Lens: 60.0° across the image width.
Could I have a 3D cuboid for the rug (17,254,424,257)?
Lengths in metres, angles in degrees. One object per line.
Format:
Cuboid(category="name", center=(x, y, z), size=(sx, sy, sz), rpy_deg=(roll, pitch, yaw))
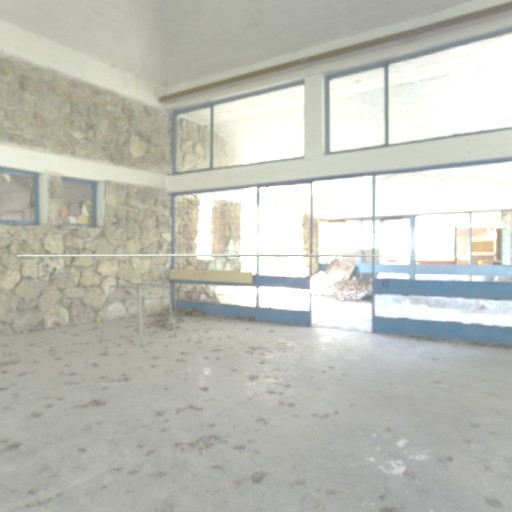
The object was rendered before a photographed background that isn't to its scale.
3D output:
Cuboid(category="rug", center=(0.000, 0.000, 2.862), size=(1.522, 0.008, 2.284), rpy_deg=(0, 0, 35))
